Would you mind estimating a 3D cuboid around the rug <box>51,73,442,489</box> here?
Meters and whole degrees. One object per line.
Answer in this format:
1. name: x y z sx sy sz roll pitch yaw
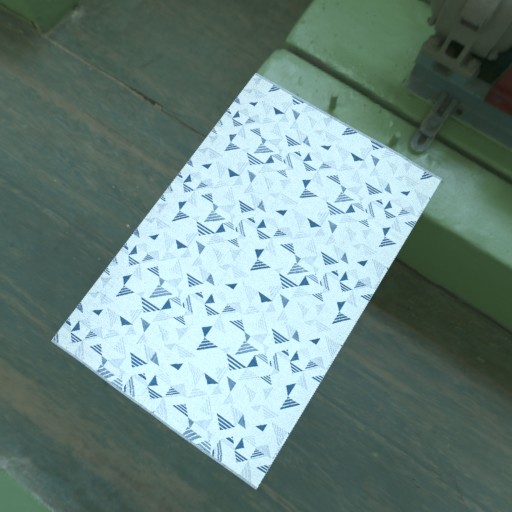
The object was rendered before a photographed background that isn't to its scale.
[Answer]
1. rug: 0.000 0.000 2.283 1.206 0.003 1.835 33 78 8
